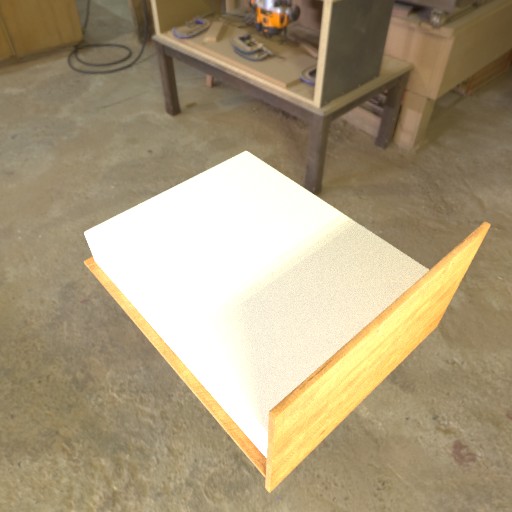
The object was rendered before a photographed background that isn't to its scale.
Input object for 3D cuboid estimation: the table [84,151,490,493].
[{"bbox_3d":[0.000,0.000,3.088,1.707,1.041,2.149,-33,55,-27],"label":"table"}]
